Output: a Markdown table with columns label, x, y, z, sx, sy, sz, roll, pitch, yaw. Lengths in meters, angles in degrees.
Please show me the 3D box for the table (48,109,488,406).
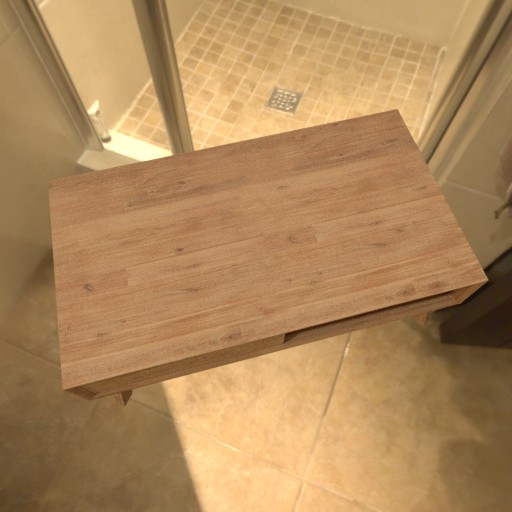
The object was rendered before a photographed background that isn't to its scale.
| label | x | y | z | sx | sy | sz | roll | pitch | yaw |
| --- | --- | --- | --- | --- | --- | --- | --- | --- | --- |
| table | 0.000 | 0.000 | 2.050 | 1.619 | 0.531 | 0.918 | -13 | 65 | -6 |
